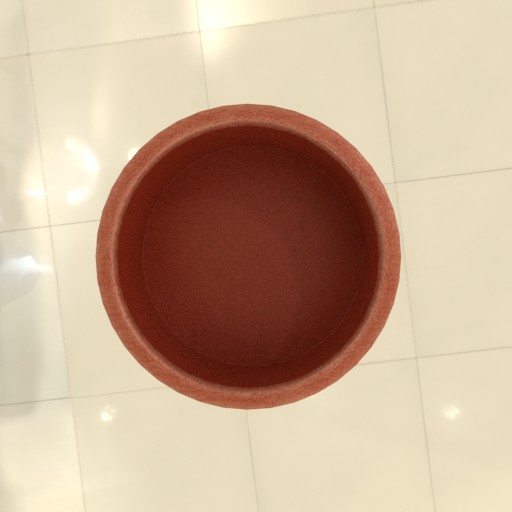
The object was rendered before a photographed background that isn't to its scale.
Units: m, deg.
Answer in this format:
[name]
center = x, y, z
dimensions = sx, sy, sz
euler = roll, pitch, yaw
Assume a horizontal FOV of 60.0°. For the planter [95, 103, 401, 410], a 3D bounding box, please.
[planter]
center = 0.000, 0.000, 0.722
dimensions = 0.354, 0.465, 0.345
euler = 0, 90, 1
